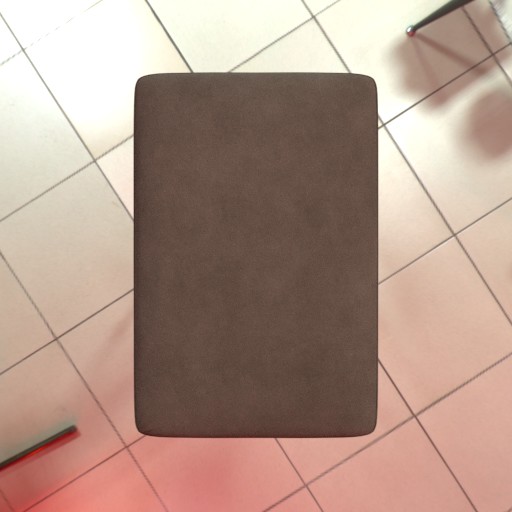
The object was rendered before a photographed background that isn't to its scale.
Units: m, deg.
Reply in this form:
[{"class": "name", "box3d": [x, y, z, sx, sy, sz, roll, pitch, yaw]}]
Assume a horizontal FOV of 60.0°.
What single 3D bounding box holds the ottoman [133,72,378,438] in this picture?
[{"class": "ottoman", "box3d": [0.000, 0.000, 1.201, 0.584, 0.483, 0.864, 0, 90, 0]}]
